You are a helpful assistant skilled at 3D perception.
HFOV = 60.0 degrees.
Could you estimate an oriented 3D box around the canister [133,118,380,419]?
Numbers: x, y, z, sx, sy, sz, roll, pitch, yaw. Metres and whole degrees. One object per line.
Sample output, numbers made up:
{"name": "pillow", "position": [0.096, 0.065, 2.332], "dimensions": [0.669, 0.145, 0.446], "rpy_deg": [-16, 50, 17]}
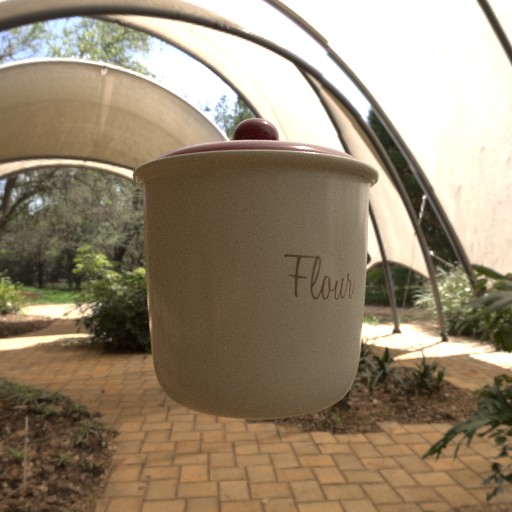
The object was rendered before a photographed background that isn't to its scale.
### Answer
{"name": "canister", "position": [0.000, 0.000, 0.338], "dimensions": [0.182, 0.208, 0.182], "rpy_deg": [0, -1, 0]}
